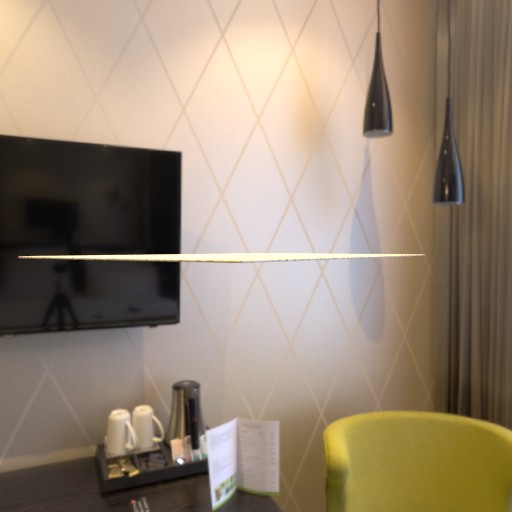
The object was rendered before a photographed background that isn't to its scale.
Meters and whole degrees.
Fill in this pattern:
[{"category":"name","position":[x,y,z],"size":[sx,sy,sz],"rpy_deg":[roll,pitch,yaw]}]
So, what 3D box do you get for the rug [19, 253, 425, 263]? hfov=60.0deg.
[{"category":"rug","position":[0.000,0.000,2.295],"size":[1.211,0.007,1.827],"rpy_deg":[1,1,36]}]
